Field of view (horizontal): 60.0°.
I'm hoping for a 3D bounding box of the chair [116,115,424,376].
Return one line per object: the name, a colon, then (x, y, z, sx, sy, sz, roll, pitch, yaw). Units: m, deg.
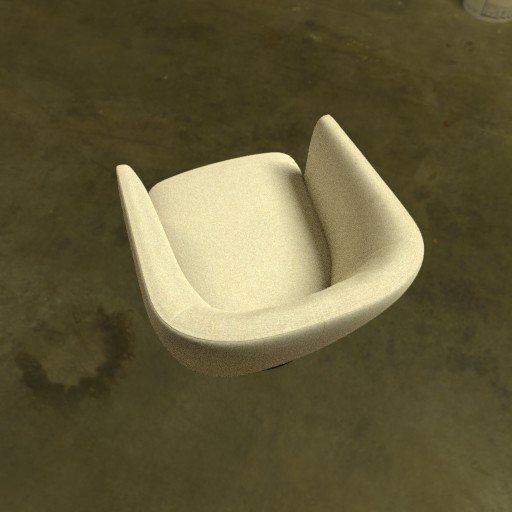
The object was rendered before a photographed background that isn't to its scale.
chair: (0.000, 0.000, 1.654, 0.822, 0.861, 0.986, -17, 59, -10)
